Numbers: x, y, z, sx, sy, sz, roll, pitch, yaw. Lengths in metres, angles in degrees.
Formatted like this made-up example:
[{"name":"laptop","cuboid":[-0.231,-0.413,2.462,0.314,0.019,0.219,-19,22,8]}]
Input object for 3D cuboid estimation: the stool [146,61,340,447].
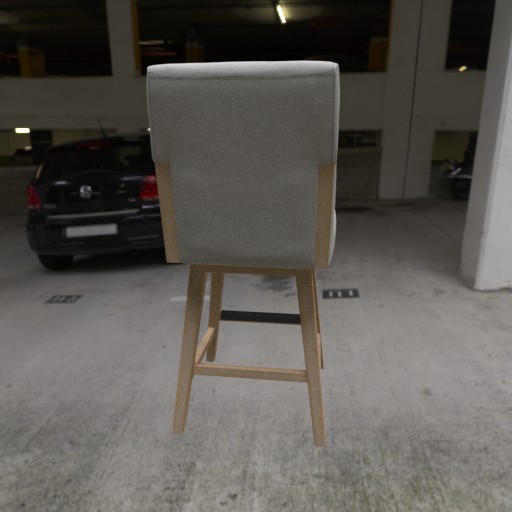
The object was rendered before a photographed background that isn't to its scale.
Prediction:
[{"name":"stool","cuboid":[0.000,0.000,1.425,0.507,1.085,0.606,2,16,7]}]
